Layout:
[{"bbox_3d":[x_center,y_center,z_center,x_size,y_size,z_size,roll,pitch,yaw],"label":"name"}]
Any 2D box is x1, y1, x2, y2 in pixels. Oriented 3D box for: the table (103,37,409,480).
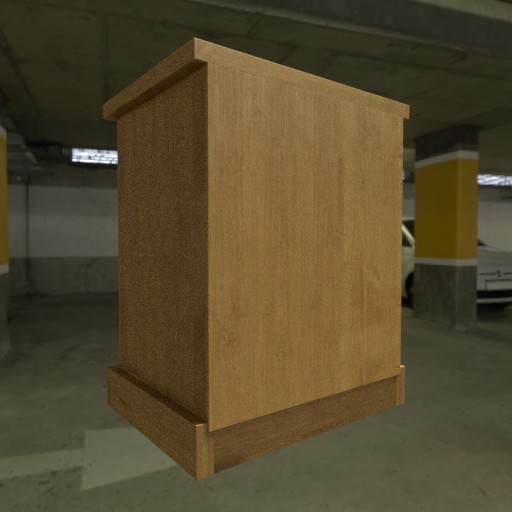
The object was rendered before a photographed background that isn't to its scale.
[{"bbox_3d":[0.000,0.000,1.208,0.660,0.813,0.500,-1,2,-37],"label":"table"}]
